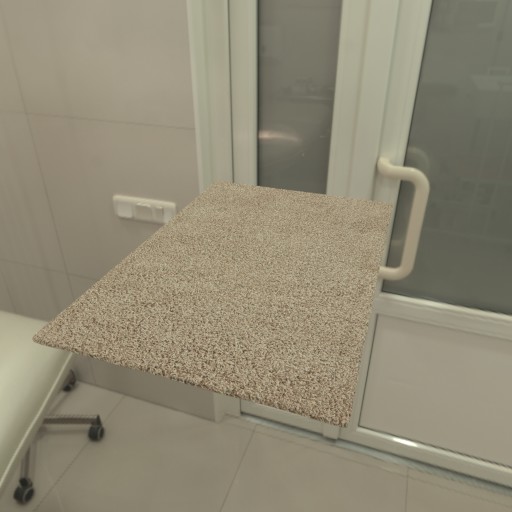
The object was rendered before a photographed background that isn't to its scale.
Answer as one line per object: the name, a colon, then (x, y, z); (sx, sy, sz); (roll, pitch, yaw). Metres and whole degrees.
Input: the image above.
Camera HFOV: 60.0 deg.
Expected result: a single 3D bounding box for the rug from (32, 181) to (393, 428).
rug: (0.000, 0.000, 2.258); (1.219, 0.030, 1.778); (10, 32, 16)
